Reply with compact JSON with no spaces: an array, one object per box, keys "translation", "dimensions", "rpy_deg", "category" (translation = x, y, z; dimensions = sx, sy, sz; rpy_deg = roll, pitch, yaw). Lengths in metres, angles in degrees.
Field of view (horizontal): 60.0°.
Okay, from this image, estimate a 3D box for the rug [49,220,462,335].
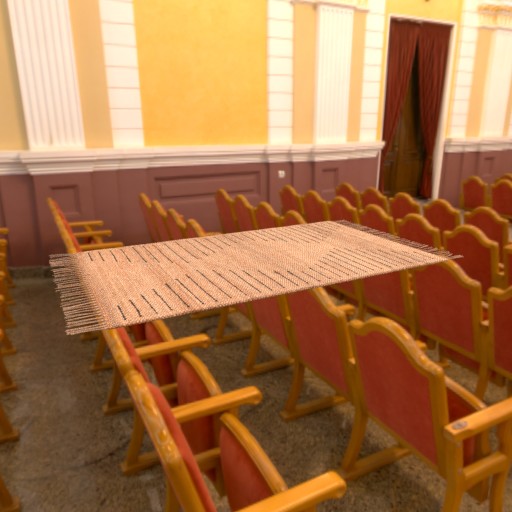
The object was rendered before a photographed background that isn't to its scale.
[{"translation":[0.000,0.000,2.052],"dimensions":[1.718,0.017,0.905],"rpy_deg":[-9,19,-26],"category":"rug"}]
